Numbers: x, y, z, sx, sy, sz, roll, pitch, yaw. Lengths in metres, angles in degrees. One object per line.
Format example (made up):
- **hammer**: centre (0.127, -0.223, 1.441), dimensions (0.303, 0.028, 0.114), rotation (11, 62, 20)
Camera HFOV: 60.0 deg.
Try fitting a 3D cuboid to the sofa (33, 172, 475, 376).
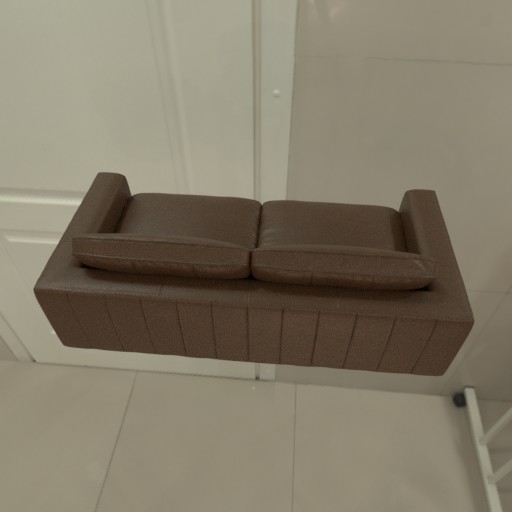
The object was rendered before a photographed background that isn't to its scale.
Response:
- **sofa**: centre (0.000, 0.000, 2.703), dimensions (2.262, 0.801, 1.070), rotation (4, 47, 3)
